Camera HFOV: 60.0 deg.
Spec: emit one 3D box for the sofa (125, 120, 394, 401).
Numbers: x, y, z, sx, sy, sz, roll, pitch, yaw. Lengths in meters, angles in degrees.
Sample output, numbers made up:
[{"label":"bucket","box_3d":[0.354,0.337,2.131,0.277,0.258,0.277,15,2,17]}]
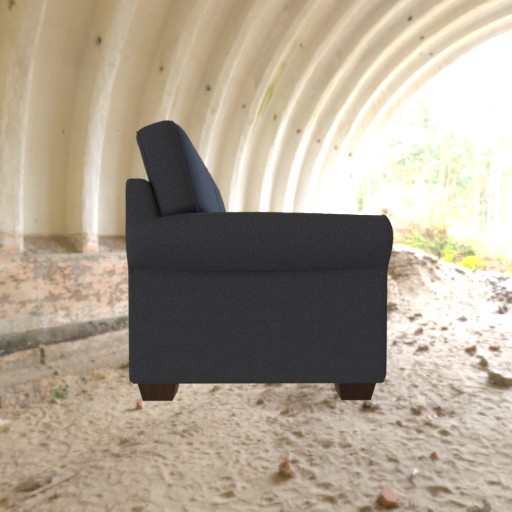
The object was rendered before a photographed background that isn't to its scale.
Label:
[{"label":"sofa","box_3d":[0.000,0.000,2.471,0.940,1.020,1.930,0,1,-1]}]
